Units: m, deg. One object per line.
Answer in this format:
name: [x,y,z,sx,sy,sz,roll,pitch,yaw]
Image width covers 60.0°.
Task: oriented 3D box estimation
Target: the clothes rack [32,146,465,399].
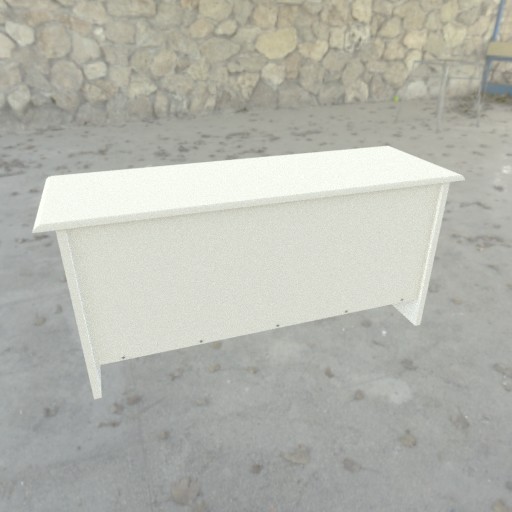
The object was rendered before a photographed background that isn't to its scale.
clothes rack: [0.000,0.000,1.479,1.218,0.558,0.405,-9,29,-17]
